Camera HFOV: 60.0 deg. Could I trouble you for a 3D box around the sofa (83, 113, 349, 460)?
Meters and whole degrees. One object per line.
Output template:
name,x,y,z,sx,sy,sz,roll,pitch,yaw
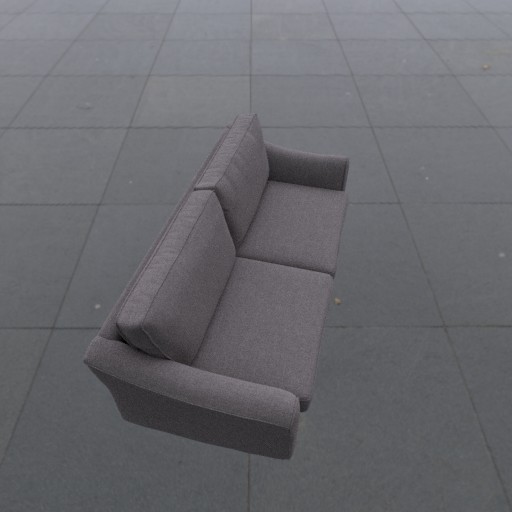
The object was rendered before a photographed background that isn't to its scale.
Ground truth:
sofa,0.000,0.000,2.792,1.013,0.976,2.203,10,46,10
